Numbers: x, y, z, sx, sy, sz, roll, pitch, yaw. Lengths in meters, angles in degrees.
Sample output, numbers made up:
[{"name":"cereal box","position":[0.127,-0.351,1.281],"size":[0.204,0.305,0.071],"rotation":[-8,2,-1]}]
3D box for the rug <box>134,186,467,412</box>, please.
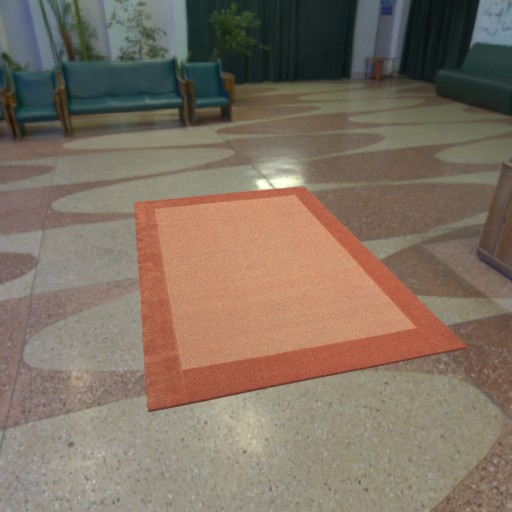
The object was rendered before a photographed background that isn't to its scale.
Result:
[{"name":"rug","position":[0.000,0.000,2.357],"size":[1.219,0.014,1.829],"rotation":[-7,30,-13]}]
